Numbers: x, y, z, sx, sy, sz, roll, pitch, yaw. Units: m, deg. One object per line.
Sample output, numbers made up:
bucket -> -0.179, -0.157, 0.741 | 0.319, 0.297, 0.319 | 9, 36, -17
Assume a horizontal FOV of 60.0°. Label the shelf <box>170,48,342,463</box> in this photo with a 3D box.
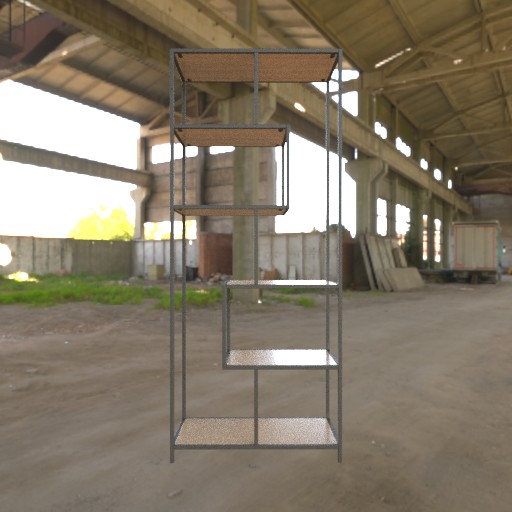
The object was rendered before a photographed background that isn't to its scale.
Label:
shelf -> 0.000, 0.000, 2.152 | 0.770, 1.850, 0.350 | 0, 0, 0
